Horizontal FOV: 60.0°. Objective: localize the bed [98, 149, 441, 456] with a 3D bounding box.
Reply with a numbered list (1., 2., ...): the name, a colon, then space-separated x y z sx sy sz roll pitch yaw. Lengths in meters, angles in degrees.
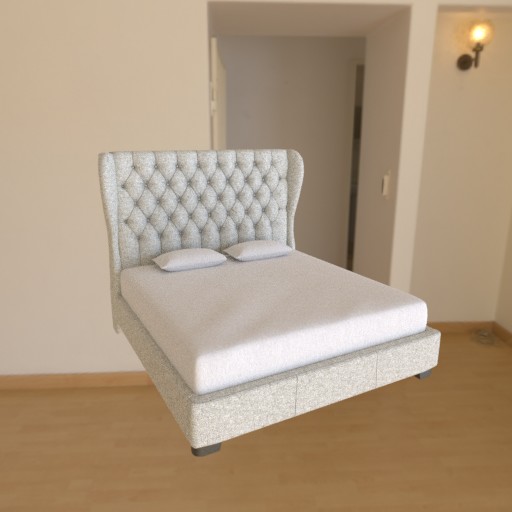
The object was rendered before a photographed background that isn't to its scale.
1. bed: 0.000 0.000 3.911 2.219 1.771 2.347 -8 17 -28
